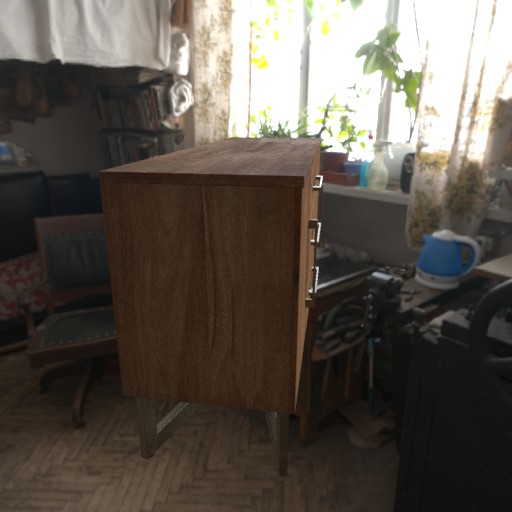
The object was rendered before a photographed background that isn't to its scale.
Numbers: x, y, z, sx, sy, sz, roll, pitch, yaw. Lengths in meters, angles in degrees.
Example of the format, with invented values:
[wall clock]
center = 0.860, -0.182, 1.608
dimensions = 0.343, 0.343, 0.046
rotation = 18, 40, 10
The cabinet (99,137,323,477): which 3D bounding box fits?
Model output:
[cabinet]
center = 0.000, 0.000, 1.715
dimensions = 0.480, 0.812, 1.373
rotation = 3, 18, 9
